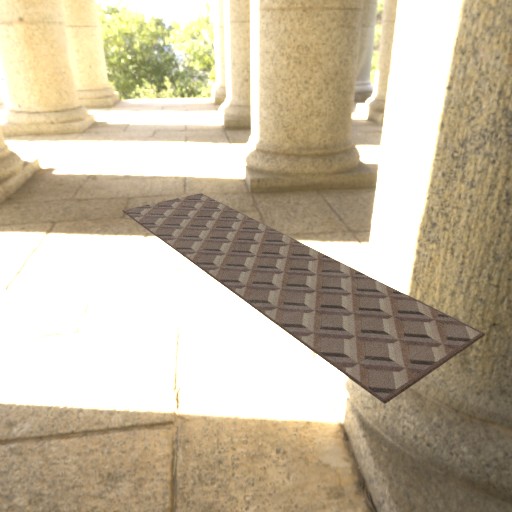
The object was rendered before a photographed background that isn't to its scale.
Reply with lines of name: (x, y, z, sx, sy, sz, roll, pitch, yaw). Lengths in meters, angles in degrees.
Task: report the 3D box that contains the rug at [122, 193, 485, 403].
rug: (0.000, 0.000, 2.626, 0.685, 0.013, 2.437, -18, 32, -33)
